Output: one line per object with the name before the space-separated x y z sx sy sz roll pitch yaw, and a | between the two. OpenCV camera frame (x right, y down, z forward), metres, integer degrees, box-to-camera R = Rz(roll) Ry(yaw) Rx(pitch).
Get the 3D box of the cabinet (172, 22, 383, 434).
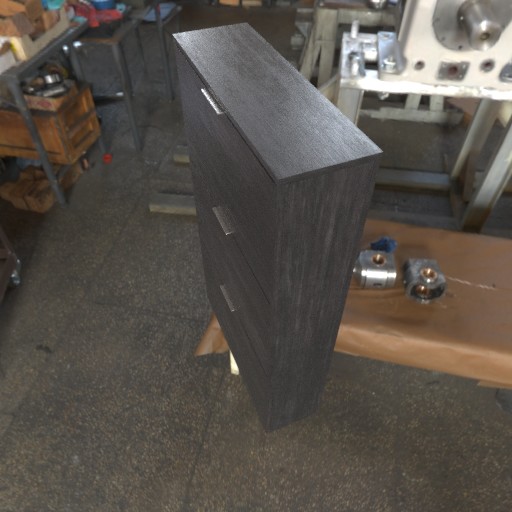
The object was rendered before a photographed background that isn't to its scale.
cabinet | 0.000 0.000 1.577 0.250 1.280 0.750 -17 50 -15
